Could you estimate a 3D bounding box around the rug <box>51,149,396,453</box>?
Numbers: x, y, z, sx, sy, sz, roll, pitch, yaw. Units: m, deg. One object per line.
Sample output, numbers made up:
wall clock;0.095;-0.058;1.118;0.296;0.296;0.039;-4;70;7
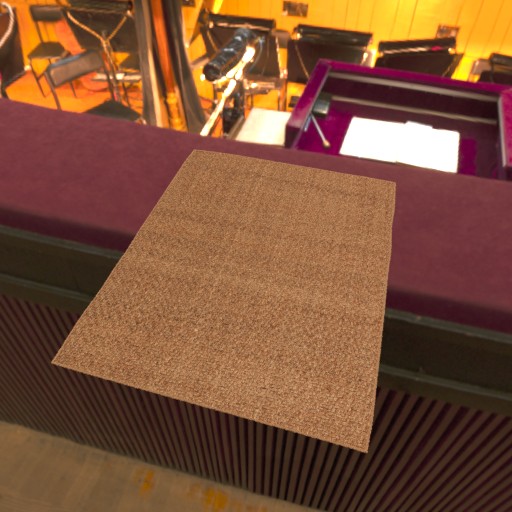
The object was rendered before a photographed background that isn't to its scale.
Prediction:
rug;0.000;0.000;4.164;2.439;0.013;3.048;12;48;11
